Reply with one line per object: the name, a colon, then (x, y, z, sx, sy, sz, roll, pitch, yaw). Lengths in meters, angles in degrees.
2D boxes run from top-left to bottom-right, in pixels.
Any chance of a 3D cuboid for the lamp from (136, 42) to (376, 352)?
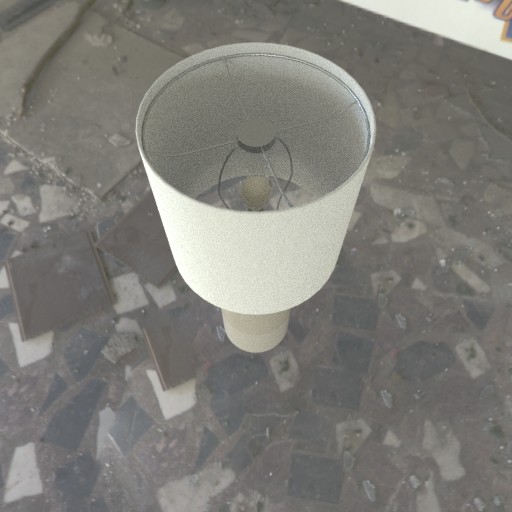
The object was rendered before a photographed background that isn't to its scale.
lamp: (0.000, 0.000, 0.606, 0.212, 0.493, 0.212, -16, 61, -9)
